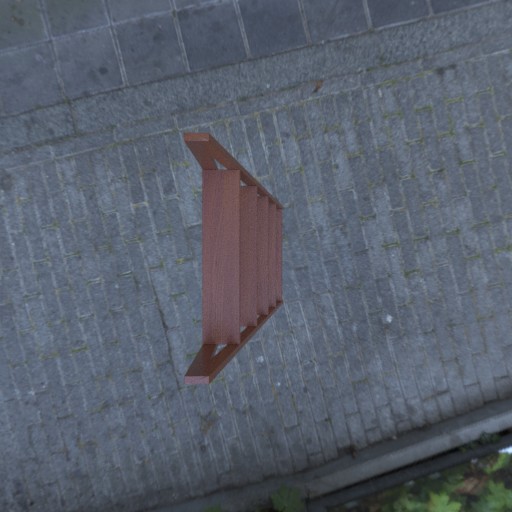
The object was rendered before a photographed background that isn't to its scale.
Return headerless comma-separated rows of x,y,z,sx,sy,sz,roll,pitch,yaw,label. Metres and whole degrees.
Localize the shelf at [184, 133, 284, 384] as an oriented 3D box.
0.000,0.000,1.990,0.356,1.780,0.630,0,90,0,shelf
